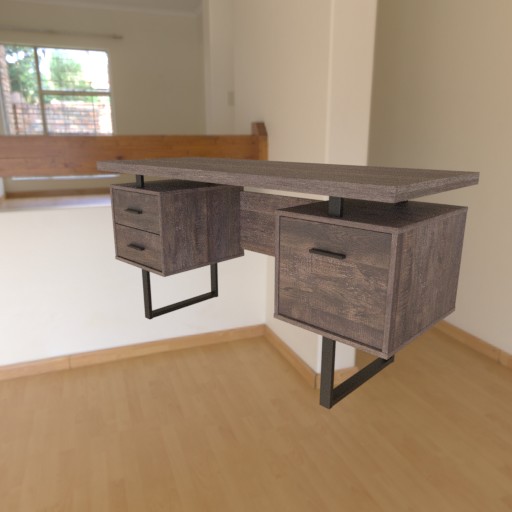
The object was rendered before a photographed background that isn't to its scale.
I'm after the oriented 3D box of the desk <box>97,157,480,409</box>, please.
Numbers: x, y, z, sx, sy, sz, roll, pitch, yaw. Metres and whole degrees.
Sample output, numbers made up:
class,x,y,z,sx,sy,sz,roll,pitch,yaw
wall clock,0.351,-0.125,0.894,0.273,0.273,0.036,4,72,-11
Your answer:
class,x,y,z,sx,sy,sz,roll,pitch,yaw
desk,0.000,0.000,1.900,1.524,0.760,0.600,14,21,42
